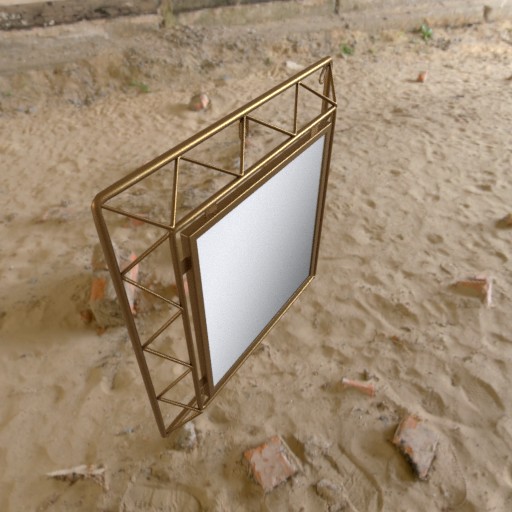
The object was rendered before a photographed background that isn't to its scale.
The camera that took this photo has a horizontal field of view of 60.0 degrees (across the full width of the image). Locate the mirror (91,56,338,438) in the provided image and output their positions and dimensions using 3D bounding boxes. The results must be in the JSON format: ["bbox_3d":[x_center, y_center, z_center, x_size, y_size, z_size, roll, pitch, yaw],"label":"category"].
[{"bbox_3d":[0.000,0.000,0.608,0.046,0.414,0.416,25,48,25],"label":"mirror"}]
